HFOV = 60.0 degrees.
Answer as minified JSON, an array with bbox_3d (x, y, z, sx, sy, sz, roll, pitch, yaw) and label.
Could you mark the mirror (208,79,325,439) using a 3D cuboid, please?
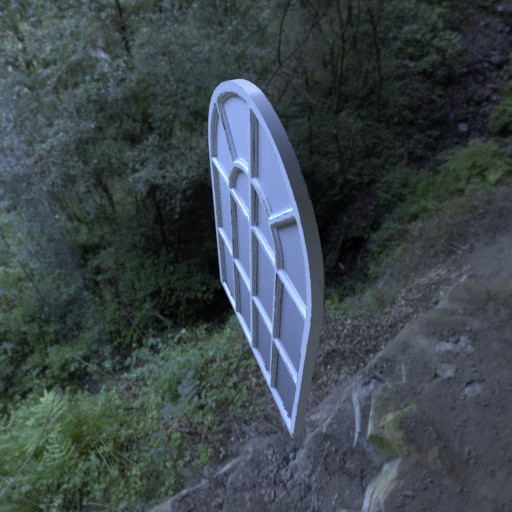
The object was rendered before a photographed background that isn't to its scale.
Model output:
[{"bbox_3d":[0.000,0.000,1.192,0.032,0.920,0.660,-16,49,-15],"label":"mirror"}]
